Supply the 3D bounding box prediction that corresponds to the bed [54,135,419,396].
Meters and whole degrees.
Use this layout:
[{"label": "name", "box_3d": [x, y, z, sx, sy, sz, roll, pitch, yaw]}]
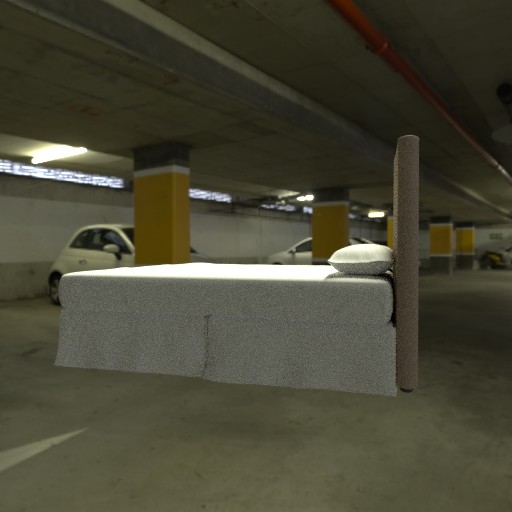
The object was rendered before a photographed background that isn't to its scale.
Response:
[{"label": "bed", "box_3d": [0.000, 0.000, 3.414, 2.282, 1.436, 1.821, 0, 1, 18]}]
